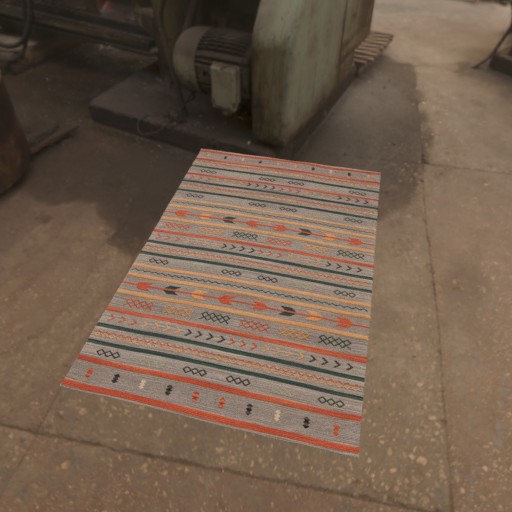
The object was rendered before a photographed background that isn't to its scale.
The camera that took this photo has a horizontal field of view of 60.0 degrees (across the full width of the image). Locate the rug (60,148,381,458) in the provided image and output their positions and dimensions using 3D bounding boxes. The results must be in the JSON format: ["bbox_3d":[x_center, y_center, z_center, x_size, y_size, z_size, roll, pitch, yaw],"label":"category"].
[{"bbox_3d":[0.000,0.000,2.335,1.220,0.017,1.835,10,46,9],"label":"rug"}]
